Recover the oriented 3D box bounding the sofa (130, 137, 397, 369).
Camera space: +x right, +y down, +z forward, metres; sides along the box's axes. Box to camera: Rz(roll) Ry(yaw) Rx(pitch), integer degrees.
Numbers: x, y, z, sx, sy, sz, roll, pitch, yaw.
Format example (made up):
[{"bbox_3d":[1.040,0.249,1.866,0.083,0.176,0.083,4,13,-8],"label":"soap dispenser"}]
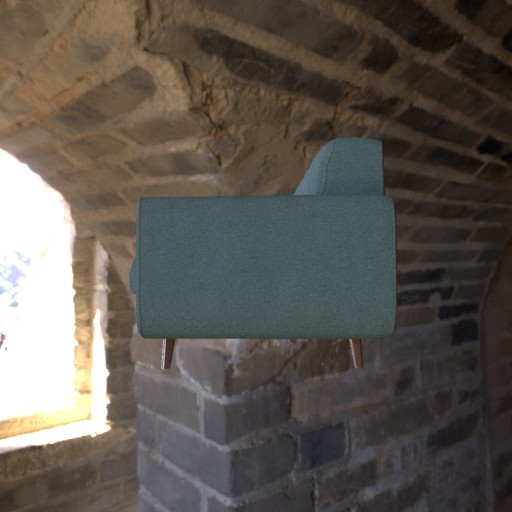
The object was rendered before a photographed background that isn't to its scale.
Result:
[{"bbox_3d":[0.000,0.000,2.448,0.909,0.841,2.029,0,-1,0],"label":"sofa"}]
